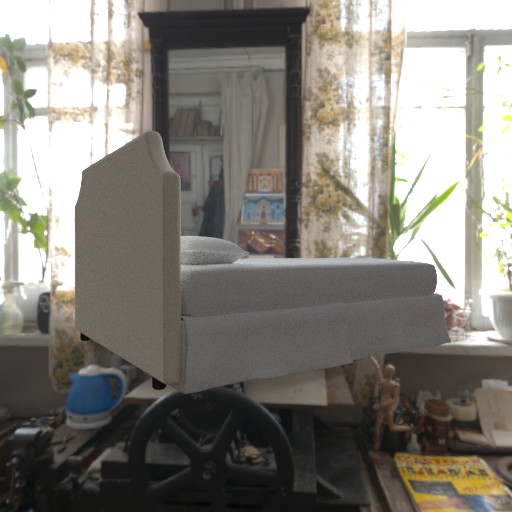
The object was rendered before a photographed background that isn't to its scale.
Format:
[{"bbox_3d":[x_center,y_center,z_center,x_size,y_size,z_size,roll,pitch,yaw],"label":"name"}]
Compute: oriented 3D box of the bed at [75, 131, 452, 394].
[{"bbox_3d":[0.000,0.000,4.191,2.773,1.590,2.350,0,1,-35],"label":"bed"}]
